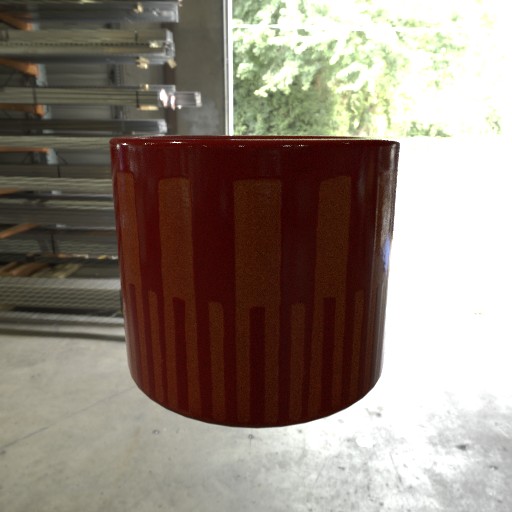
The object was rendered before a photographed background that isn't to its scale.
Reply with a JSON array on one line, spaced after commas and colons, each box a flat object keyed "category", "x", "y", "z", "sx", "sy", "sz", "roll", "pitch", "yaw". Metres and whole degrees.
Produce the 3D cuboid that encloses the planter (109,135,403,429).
[{"category": "planter", "x": 0.000, "y": 0.000, "z": 0.389, "sx": 0.230, "sy": 0.202, "sz": 0.230, "roll": 0, "pitch": 16, "yaw": 0}]
